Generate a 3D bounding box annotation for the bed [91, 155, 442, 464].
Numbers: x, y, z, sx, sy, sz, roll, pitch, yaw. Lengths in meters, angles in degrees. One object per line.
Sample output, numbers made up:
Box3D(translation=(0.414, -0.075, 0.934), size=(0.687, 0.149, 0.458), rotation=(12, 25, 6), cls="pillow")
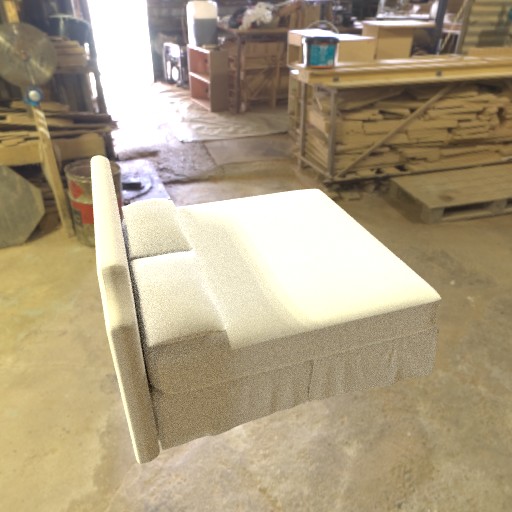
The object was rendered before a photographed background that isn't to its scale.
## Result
Box3D(translation=(0.000, 0.000, 3.460), size=(2.204, 1.301, 2.160), rotation=(-10, 33, -16), cls="bed")
